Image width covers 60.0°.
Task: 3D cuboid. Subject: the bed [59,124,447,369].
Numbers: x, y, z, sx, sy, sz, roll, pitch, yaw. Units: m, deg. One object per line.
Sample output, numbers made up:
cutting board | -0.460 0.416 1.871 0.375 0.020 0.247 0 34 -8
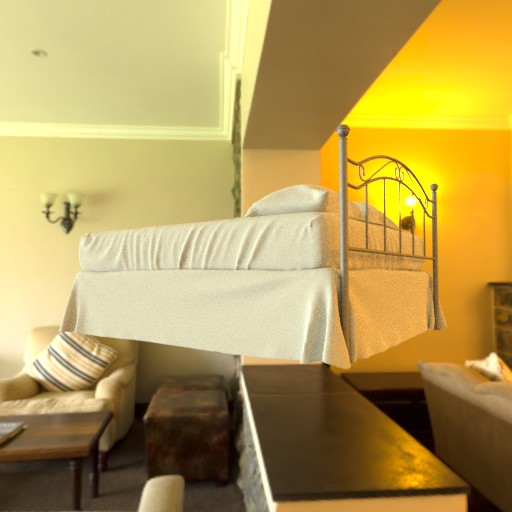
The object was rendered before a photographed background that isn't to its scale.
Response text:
bed | 0.000 0.000 3.234 2.215 1.080 1.936 -2 -3 36
